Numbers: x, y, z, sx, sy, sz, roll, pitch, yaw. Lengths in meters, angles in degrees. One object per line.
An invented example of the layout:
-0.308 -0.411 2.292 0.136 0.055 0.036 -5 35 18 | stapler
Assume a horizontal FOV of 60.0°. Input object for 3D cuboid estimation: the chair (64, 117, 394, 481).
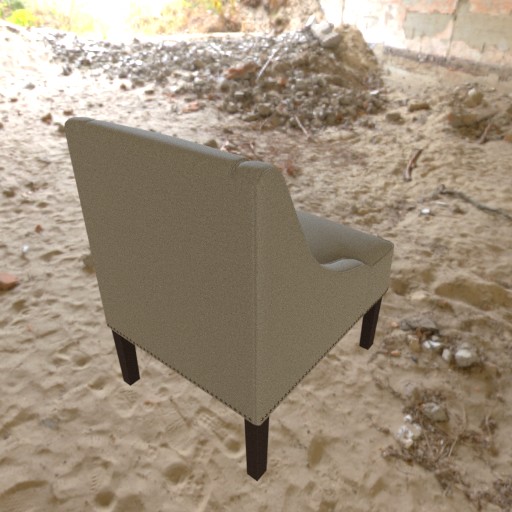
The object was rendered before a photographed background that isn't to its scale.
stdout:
0.000 0.000 1.345 0.610 0.864 0.737 22 37 33 | chair
